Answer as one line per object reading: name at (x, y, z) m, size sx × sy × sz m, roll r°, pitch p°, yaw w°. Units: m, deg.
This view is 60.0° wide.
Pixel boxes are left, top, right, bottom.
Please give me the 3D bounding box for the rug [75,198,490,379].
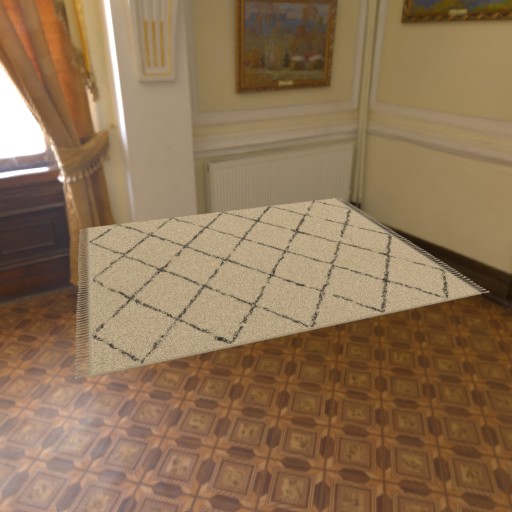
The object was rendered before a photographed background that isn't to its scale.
rug at (0.000, 0.000, 4.025) m, size 3.051 × 0.013 × 2.380 m, roll -9°, pitch 28°, yaw -17°
